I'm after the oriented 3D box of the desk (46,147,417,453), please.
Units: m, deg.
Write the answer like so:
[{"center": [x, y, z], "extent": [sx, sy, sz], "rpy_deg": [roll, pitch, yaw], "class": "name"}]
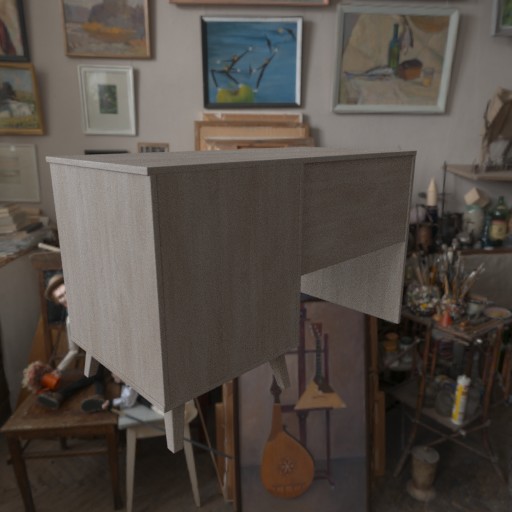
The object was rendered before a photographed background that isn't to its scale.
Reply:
[{"center": [0.000, 0.000, 1.701], "extent": [1.251, 0.770, 0.600], "rpy_deg": [-15, 21, -42], "class": "desk"}]
